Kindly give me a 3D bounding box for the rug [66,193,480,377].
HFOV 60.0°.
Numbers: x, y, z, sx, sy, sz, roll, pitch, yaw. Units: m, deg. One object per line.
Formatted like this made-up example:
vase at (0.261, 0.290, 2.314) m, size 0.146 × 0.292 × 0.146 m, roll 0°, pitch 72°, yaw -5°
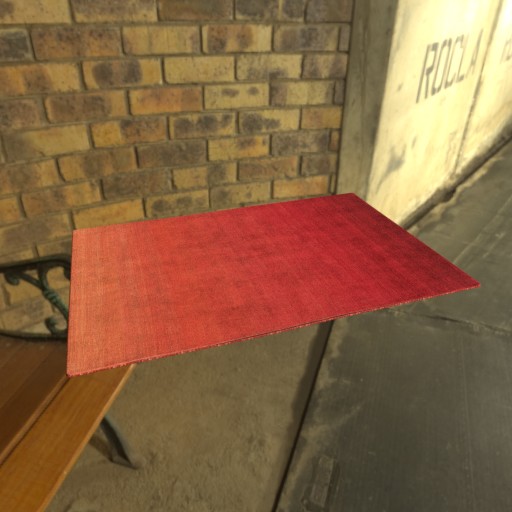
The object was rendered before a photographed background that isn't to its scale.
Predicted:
rug at (0.000, 0.000, 2.323) m, size 1.835 × 0.018 × 1.230 m, roll -10°, pitch 31°, yaw -16°
